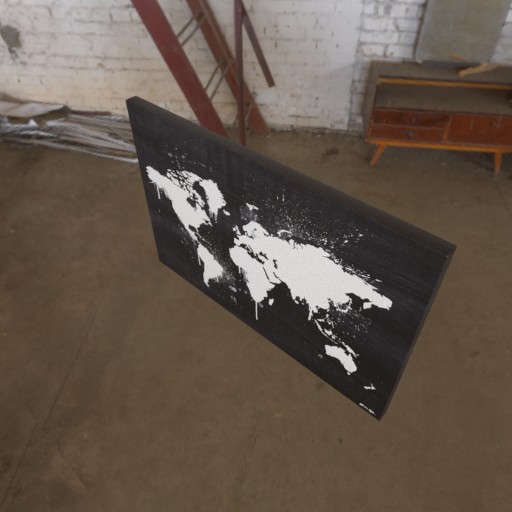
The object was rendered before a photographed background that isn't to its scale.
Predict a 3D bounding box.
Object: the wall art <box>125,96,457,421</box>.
[{"bbox_3d":[0.000,0.000,1.194,0.912,0.612,0.038,32,52,29],"label":"wall art"}]
